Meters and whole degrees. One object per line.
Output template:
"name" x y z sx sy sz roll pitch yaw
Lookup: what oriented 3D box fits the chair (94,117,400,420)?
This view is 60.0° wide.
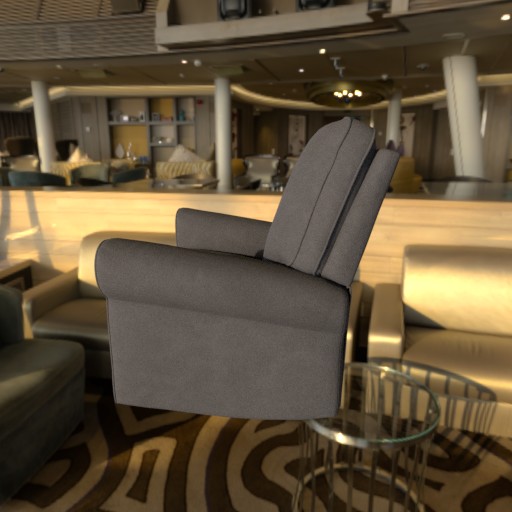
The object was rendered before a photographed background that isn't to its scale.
"chair" 0.000 0.000 1.658 0.878 0.961 0.890 2 14 8
